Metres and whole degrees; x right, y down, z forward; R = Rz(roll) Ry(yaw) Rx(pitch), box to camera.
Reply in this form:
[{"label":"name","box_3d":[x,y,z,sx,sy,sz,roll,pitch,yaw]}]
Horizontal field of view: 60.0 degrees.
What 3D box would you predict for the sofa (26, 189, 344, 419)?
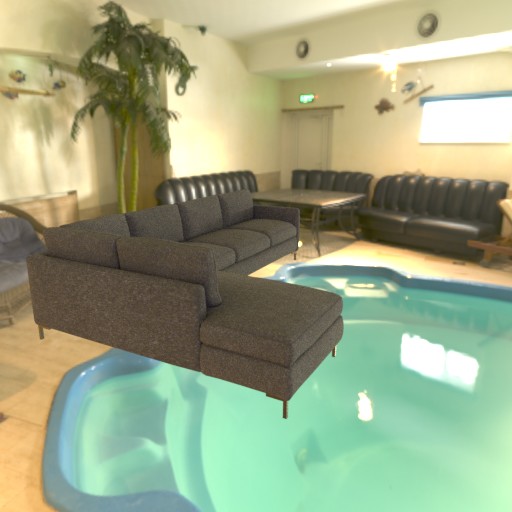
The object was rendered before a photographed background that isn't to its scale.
[{"label":"sofa","box_3d":[0.000,0.000,3.817,2.007,0.815,2.949,8,17,28]}]
